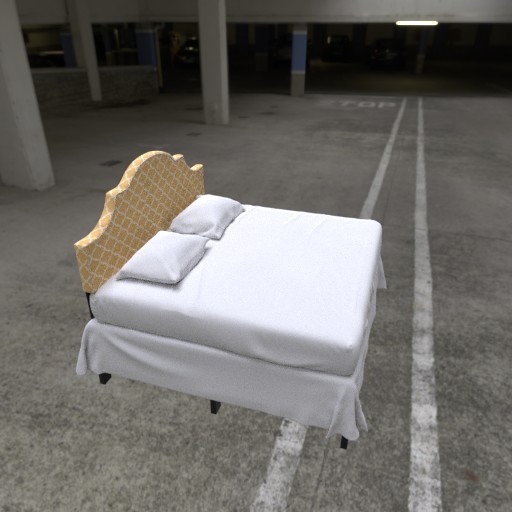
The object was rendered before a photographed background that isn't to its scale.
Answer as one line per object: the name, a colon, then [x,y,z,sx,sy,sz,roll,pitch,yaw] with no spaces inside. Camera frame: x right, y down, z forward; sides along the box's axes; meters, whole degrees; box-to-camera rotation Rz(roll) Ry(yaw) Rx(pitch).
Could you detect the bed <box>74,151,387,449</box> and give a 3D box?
bed: [0.000,0.000,3.783,2.222,1.601,2.314,9,30,16]
